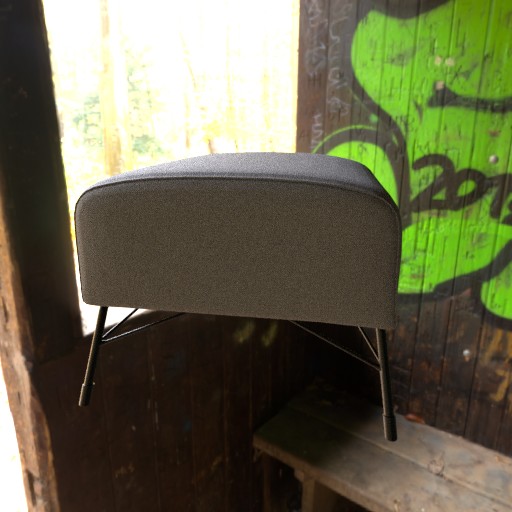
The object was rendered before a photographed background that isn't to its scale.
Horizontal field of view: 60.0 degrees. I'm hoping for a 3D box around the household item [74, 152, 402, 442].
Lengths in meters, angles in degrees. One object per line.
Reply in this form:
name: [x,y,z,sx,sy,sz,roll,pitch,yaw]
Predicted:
household item: [0.000,0.000,0.909,0.530,0.410,0.530,3,16,10]
